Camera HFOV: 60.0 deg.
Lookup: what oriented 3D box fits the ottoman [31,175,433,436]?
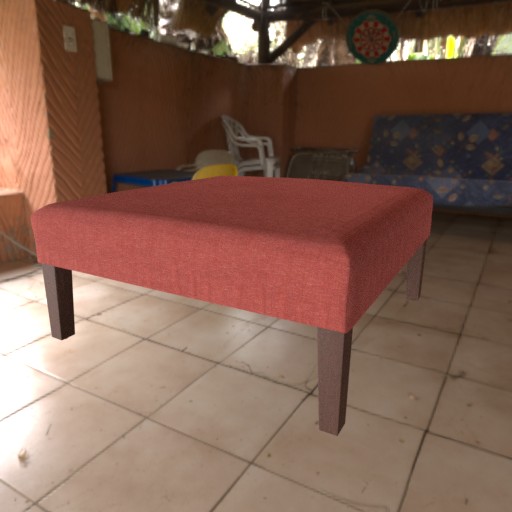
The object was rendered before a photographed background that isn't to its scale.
[{"bbox_3d":[0.000,0.000,1.386,0.890,0.411,0.889,9,19,28],"label":"ottoman"}]
